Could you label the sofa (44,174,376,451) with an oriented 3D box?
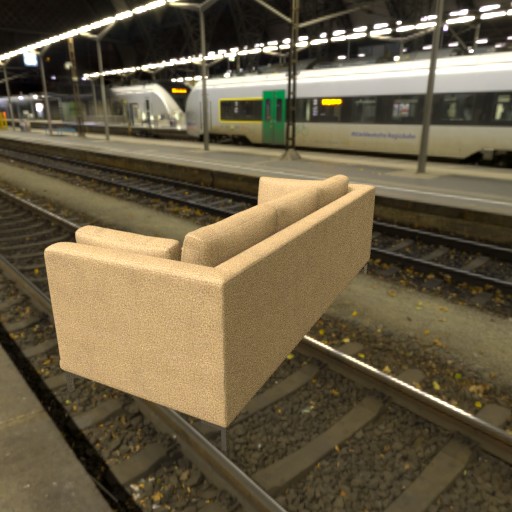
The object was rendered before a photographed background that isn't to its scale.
[{"bbox_3d":[0.000,0.000,2.905,0.969,0.867,2.415,9,20,26],"label":"sofa"}]
